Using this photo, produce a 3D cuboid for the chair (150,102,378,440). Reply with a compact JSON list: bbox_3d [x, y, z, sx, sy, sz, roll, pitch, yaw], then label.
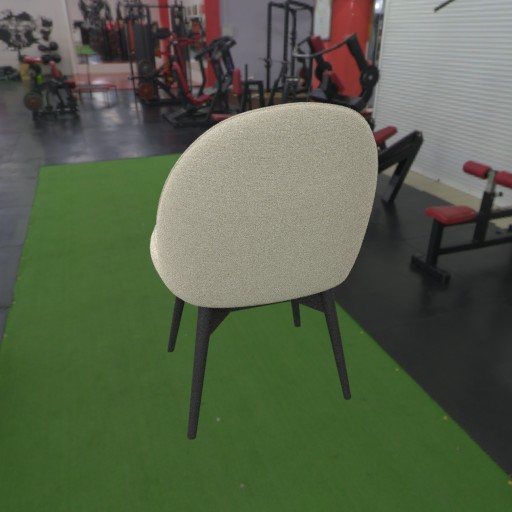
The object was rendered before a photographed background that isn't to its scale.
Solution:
[{"bbox_3d":[0.000,0.000,1.176,0.532,0.838,0.540,-8,28,-16],"label":"chair"}]
